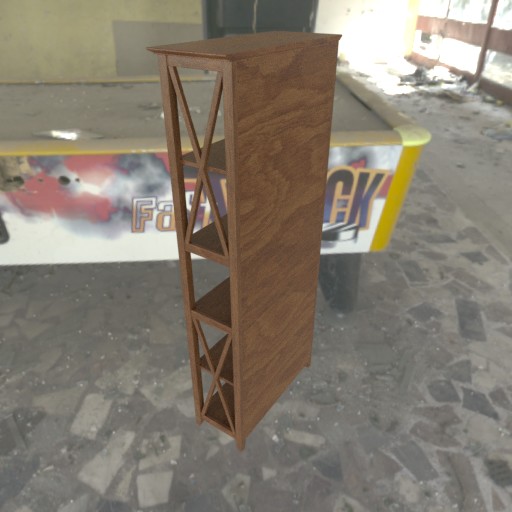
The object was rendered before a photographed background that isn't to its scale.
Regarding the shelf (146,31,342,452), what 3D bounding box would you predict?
[{"bbox_3d":[0.000,0.000,2.166,0.335,1.905,0.805,20,36,29],"label":"shelf"}]
